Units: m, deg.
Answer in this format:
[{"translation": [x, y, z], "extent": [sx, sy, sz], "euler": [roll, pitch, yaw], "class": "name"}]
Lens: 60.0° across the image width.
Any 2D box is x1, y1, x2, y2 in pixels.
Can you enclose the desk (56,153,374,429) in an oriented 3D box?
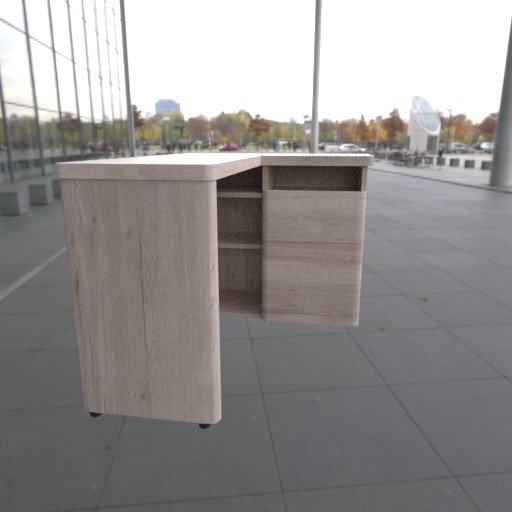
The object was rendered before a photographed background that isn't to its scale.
[{"translation": [0.000, 0.000, 1.746], "extent": [0.900, 0.760, 1.169], "euler": [2, 15, 9], "class": "desk"}]
